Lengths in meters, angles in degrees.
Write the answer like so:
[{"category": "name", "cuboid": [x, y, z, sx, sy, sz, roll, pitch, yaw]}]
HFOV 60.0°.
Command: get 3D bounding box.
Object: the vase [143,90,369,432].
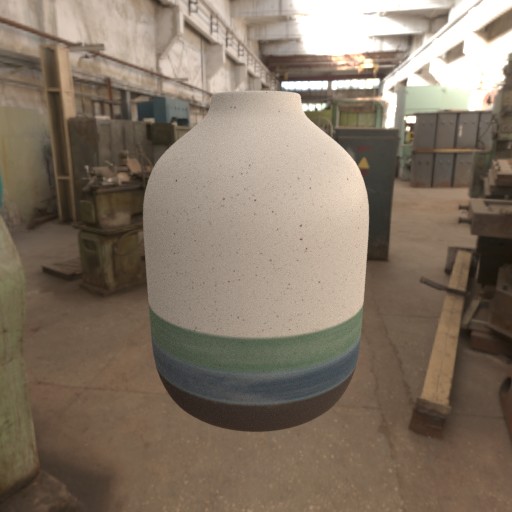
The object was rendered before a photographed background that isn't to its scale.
[{"category": "vase", "cuboid": [0.000, 0.000, 0.350, 0.169, 0.240, 0.169, 0, 16, 0]}]
